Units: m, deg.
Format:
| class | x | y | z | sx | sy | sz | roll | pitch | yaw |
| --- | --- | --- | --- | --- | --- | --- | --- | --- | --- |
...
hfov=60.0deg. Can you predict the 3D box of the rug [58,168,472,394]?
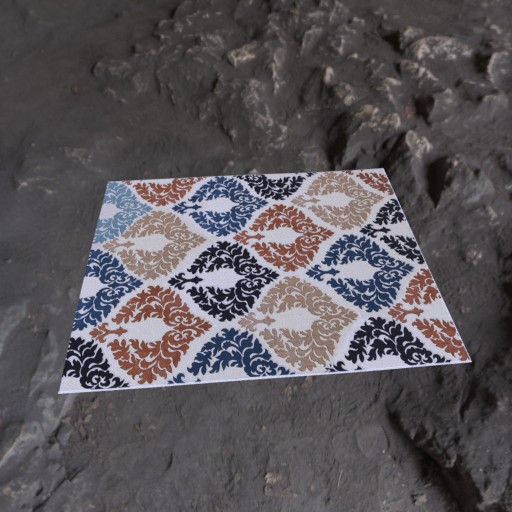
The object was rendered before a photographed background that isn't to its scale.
| class | x | y | z | sx | sy | sz | roll | pitch | yaw |
| --- | --- | --- | --- | --- | --- | --- | --- | --- | --- |
| rug | 0.000 | 0.000 | 4.039 | 3.040 | 0.014 | 2.423 | -3 | 48 | -3 |
